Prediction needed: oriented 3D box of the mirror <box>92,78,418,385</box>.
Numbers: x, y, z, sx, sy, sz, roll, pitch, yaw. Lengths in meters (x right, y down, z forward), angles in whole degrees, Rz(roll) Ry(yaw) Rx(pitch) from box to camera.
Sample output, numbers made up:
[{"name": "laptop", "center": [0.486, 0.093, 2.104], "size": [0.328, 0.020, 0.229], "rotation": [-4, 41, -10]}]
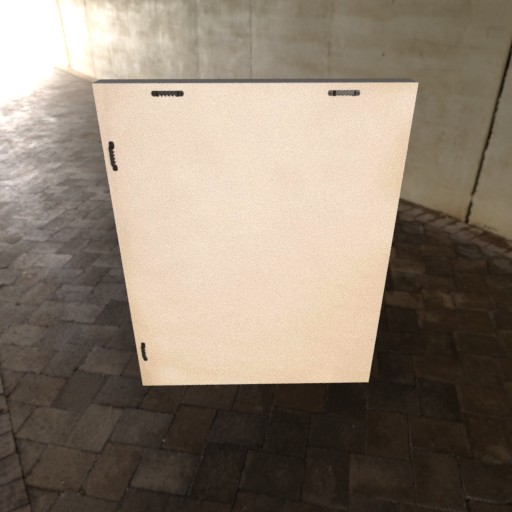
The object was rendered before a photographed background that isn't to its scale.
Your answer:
[{"name": "mirror", "center": [0.000, 0.000, 0.685], "size": [0.405, 0.508, 0.041], "rotation": [-1, 29, -1]}]
